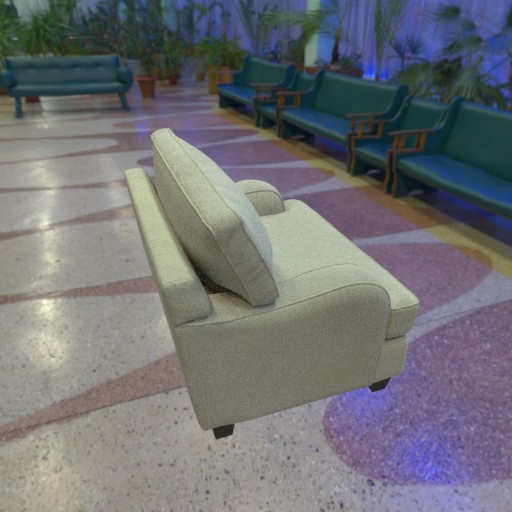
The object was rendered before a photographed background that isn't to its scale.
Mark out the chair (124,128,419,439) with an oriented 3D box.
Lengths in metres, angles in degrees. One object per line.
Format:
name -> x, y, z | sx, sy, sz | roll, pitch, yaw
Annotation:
chair -> 0.000, 0.000, 2.128 | 1.041, 1.016, 1.220 | -10, 31, -17
